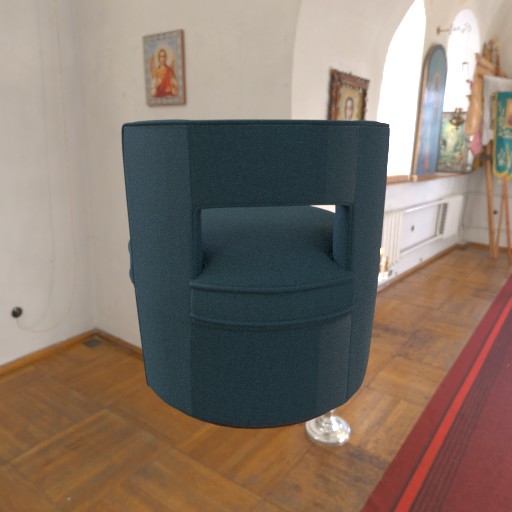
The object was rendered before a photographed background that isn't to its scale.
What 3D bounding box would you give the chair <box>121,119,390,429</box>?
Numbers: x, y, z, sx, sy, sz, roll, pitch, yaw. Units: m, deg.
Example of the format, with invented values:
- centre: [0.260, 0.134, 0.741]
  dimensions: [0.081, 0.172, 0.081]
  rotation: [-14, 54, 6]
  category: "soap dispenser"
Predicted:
- centre: [0.000, 0.000, 1.230]
  dimensions: [0.684, 0.711, 0.660]
  rotation: [-2, 16, -8]
  category: "chair"
